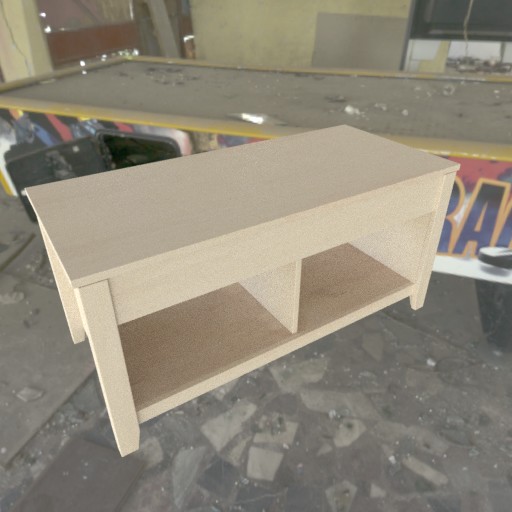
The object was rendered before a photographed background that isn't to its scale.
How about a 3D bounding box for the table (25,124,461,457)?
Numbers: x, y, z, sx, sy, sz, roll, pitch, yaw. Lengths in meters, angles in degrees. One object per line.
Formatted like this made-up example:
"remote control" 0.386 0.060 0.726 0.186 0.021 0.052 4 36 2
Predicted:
"table" 0.000 0.000 1.251 1.016 0.483 0.457 -19 36 -27
